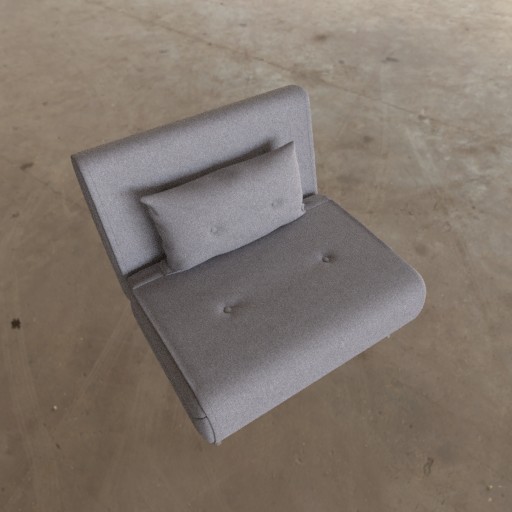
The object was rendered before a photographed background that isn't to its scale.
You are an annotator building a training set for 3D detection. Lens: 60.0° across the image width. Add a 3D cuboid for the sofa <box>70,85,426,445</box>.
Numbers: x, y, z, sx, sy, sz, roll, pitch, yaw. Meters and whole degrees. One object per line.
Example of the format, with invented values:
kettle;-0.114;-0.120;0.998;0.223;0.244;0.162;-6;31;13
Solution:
sofa;0.000;0.000;1.791;1.020;0.825;1.000;-25;53;-21
